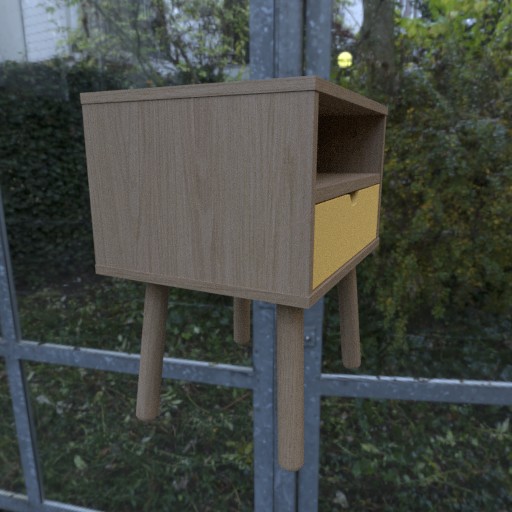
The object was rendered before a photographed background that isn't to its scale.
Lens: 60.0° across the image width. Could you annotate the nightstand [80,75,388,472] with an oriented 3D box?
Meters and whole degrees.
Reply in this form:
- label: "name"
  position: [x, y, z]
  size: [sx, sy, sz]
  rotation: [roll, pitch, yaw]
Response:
- label: "nightstand"
  position: [0.000, 0.000, 0.861]
  size: [0.380, 0.571, 0.450]
  rotation: [7, 15, 26]
